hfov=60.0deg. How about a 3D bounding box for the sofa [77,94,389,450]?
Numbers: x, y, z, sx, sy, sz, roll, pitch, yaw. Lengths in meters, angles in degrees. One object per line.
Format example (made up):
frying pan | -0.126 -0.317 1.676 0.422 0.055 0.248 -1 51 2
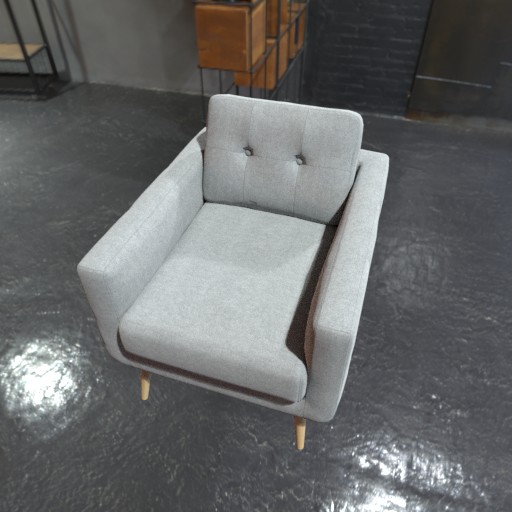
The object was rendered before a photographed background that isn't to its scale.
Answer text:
sofa | 0.000 0.000 1.547 0.770 0.860 0.920 12 43 13
